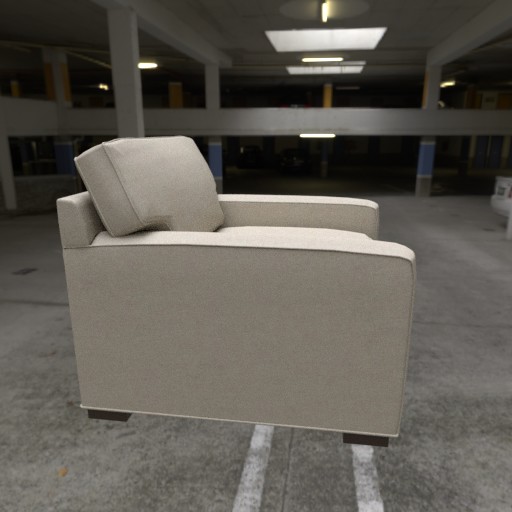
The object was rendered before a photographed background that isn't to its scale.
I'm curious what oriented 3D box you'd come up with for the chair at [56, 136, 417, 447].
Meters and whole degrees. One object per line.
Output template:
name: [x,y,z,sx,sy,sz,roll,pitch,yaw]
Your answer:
chair: [0.000,0.000,1.759,1.043,0.913,0.998,2,16,8]
